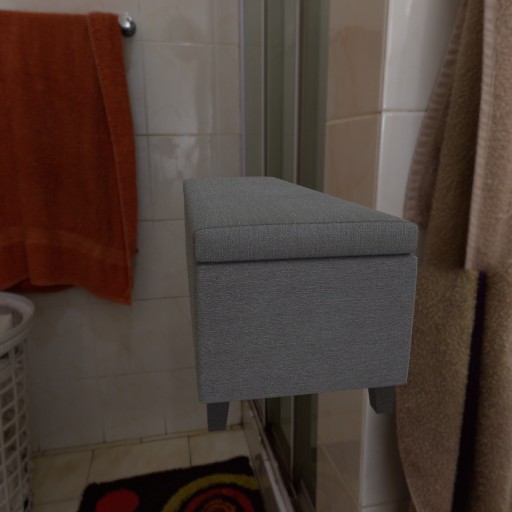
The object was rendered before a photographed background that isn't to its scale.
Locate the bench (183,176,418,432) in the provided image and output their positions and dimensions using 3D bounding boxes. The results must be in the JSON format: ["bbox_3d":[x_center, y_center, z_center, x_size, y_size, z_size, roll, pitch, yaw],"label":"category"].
[{"bbox_3d":[0.000,0.000,1.459,0.446,0.438,1.269,-2,14,-10],"label":"bench"}]
